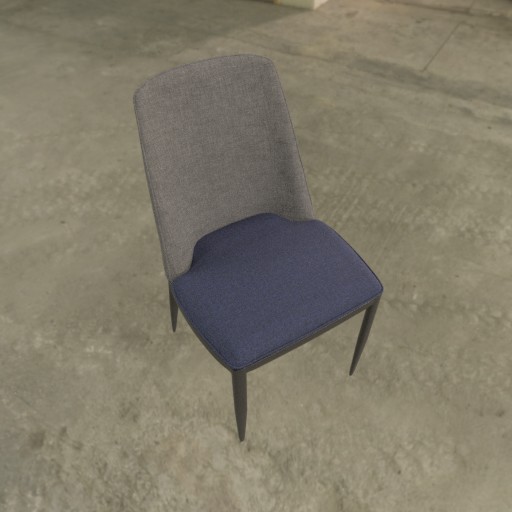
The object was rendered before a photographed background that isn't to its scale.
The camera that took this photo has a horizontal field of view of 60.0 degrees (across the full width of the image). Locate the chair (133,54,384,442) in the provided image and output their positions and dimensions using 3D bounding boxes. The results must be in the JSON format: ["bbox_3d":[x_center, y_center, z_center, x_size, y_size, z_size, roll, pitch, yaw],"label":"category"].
[{"bbox_3d":[0.000,0.000,1.186,0.488,0.855,0.550,-24,50,-21],"label":"chair"}]
